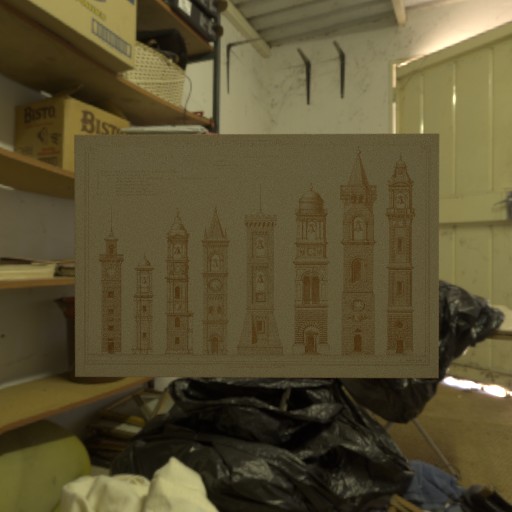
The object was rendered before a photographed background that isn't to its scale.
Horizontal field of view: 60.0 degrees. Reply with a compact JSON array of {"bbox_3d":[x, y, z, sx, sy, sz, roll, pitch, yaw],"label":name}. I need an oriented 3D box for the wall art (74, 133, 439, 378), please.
[{"bbox_3d":[0.000,0.000,0.761,0.609,0.407,0.039,0,0,1],"label":"wall art"}]
